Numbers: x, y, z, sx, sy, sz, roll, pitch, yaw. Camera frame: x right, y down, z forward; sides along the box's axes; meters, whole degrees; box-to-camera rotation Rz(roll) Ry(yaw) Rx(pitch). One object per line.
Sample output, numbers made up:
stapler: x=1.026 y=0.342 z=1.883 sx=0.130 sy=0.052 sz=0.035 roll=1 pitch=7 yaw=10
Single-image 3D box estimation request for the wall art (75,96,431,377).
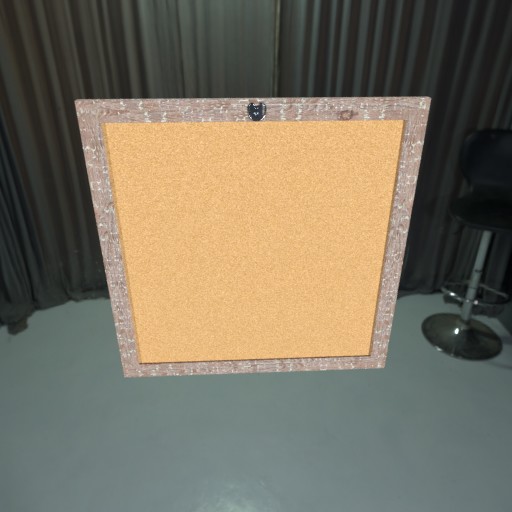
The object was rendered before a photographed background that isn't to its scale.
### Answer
wall art: x=0.000 y=0.000 z=0.569 sx=0.384 sy=0.384 sz=0.012 roll=-1 pitch=28 yaw=-3
